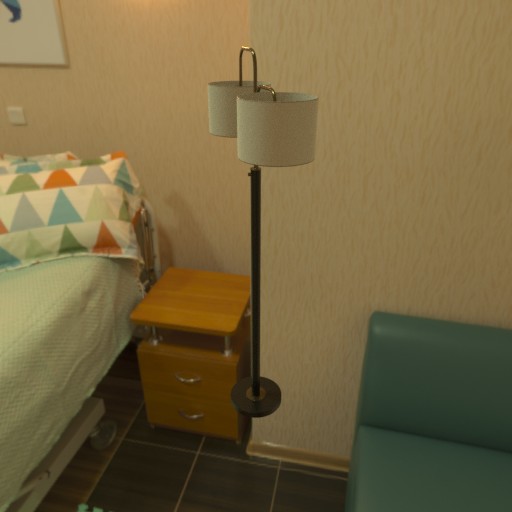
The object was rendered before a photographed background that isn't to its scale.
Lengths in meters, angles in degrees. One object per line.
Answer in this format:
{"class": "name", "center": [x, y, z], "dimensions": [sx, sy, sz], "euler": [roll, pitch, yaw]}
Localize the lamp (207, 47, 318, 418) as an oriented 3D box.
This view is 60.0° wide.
{"class": "lamp", "center": [0.000, 0.000, 1.866], "dimensions": [0.254, 1.587, 0.711], "euler": [-8, 27, -15]}
